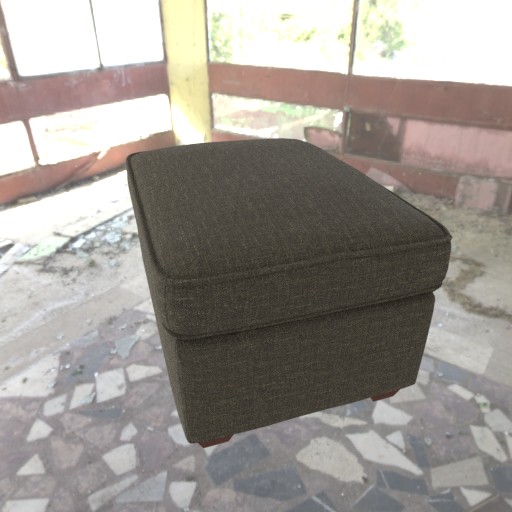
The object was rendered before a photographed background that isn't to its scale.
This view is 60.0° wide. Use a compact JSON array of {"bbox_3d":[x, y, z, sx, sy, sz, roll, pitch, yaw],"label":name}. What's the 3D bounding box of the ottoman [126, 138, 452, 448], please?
[{"bbox_3d":[0.000,0.000,1.104,0.549,0.450,0.749,-9,30,-16],"label":"ottoman"}]
